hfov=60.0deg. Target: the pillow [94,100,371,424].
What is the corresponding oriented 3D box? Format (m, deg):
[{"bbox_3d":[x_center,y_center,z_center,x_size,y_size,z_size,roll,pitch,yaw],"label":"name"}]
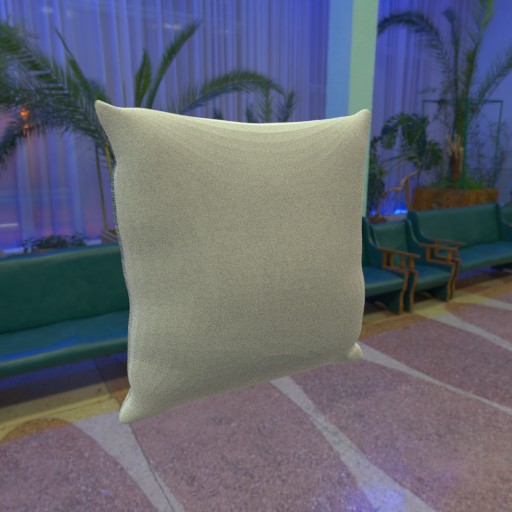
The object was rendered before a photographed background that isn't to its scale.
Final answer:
[{"bbox_3d":[0.000,0.000,0.673,0.440,0.441,0.182,-7,15,-28],"label":"pillow"}]
